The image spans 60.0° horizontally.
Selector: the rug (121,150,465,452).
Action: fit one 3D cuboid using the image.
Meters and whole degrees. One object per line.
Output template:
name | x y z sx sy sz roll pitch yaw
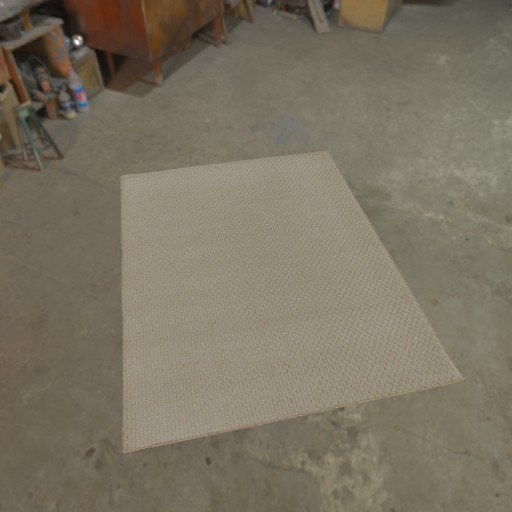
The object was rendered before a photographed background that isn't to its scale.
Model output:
rug | 0.000 0.000 3.824 2.277 0.035 2.897 -9 47 -8
